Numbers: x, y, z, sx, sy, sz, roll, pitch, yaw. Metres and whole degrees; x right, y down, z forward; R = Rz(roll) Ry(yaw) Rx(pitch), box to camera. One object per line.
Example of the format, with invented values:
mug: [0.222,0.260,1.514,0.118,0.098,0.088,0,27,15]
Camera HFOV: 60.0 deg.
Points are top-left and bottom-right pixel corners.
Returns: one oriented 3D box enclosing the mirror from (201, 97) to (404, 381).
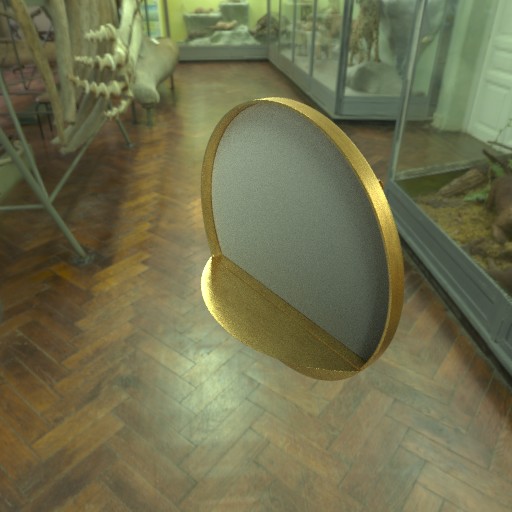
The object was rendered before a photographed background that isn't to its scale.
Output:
mirror: [0.000,0.000,0.696,0.133,0.457,0.457,-21,37,-31]
